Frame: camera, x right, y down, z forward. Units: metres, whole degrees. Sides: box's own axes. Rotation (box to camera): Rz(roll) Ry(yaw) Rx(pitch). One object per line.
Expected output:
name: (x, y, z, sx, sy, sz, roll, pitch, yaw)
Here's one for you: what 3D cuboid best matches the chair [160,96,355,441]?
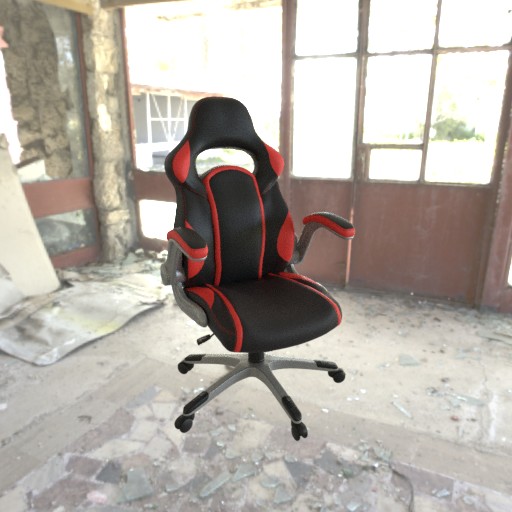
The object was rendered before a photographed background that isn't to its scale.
chair: (0.000, 0.000, 1.674, 0.758, 1.165, 0.712, -8, 18, -26)
